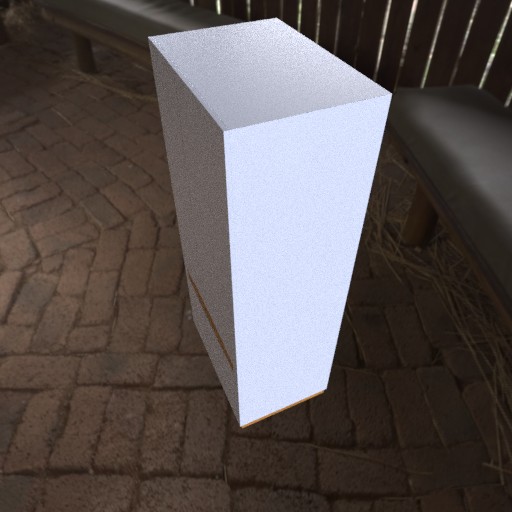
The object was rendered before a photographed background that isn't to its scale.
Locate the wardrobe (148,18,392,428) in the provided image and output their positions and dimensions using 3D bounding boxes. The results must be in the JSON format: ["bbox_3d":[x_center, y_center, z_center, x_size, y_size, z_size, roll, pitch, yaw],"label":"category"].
[{"bbox_3d":[0.000,0.000,2.376,0.600,2.040,0.860,-18,47,-17],"label":"wardrobe"}]
